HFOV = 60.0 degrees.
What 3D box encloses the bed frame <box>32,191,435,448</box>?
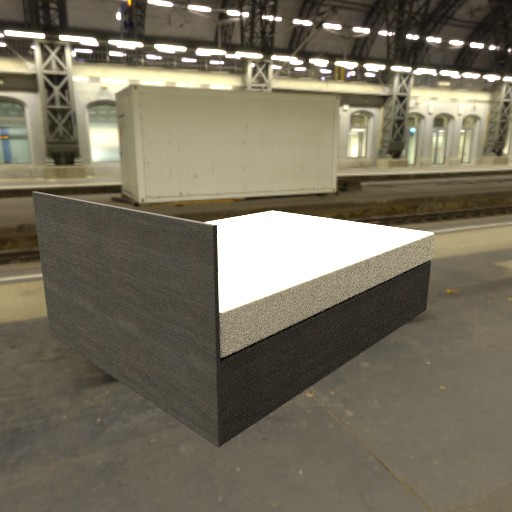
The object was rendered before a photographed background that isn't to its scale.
[{"bbox_3d":[0.000,0.000,2.607,1.400,0.800,1.900,13,19,41],"label":"bed frame"}]
